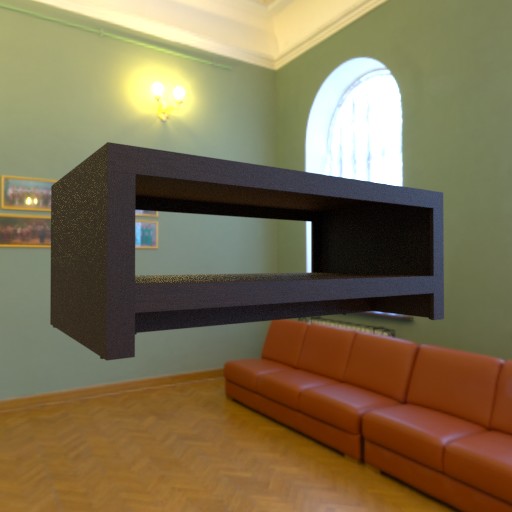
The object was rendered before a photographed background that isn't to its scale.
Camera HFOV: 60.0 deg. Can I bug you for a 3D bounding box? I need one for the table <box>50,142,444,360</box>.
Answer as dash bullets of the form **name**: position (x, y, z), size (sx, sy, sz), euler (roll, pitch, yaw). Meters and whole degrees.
- **table**: position (0.000, 0.000, 1.407), size (1.099, 0.424, 0.597), euler (1, -1, -34)
